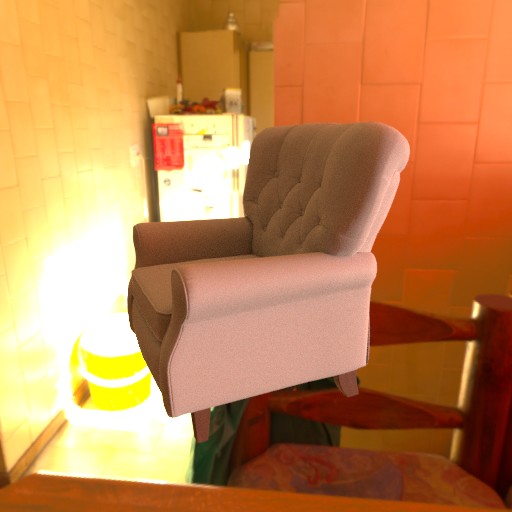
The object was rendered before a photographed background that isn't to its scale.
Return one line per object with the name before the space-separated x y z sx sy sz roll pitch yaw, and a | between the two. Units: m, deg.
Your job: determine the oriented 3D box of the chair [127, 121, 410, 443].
chair | 0.000 0.000 2.100 1.128 1.217 1.090 -7 18 -24
